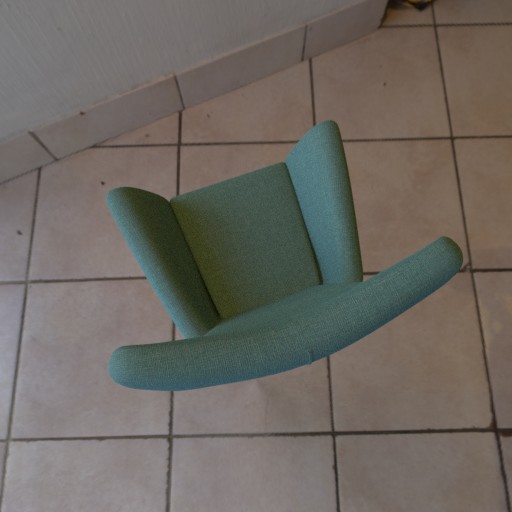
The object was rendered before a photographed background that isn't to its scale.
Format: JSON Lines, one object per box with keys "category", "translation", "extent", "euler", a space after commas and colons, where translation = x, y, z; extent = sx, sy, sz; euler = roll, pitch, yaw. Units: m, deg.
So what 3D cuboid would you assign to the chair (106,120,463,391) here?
{"category": "chair", "translation": [0.000, 0.000, 1.728], "extent": [1.050, 0.980, 0.900], "euler": [-19, 75, -5]}
